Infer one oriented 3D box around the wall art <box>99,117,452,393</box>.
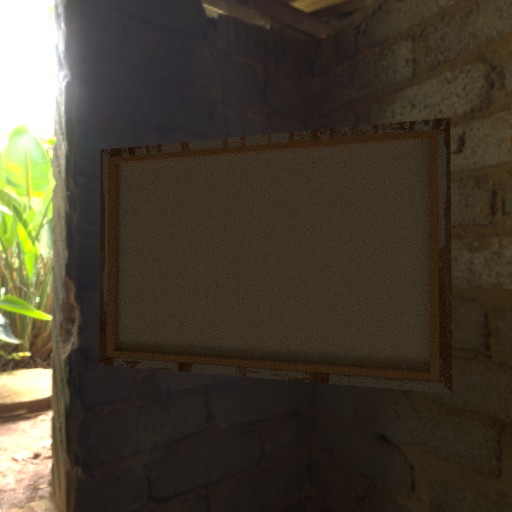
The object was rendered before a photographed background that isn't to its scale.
[{"bbox_3d":[0.000,0.000,1.131,0.914,0.609,0.035,0,-1,18],"label":"wall art"}]
